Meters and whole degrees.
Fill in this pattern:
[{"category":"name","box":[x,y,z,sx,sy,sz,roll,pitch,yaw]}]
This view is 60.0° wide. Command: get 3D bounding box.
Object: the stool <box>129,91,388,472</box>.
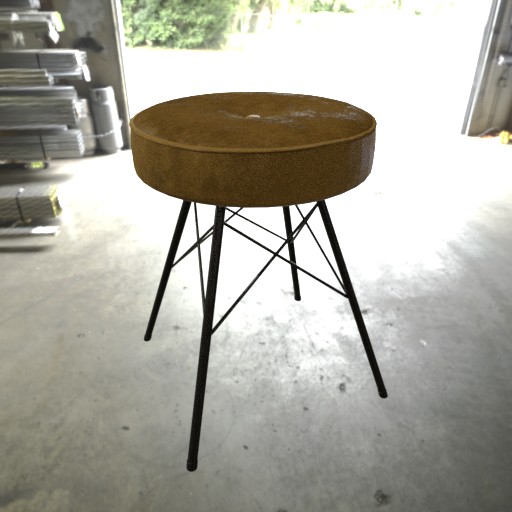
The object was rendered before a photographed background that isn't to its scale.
[{"category":"stool","box":[0.000,0.000,0.914,0.472,0.595,0.438,-11,31,-19]}]
